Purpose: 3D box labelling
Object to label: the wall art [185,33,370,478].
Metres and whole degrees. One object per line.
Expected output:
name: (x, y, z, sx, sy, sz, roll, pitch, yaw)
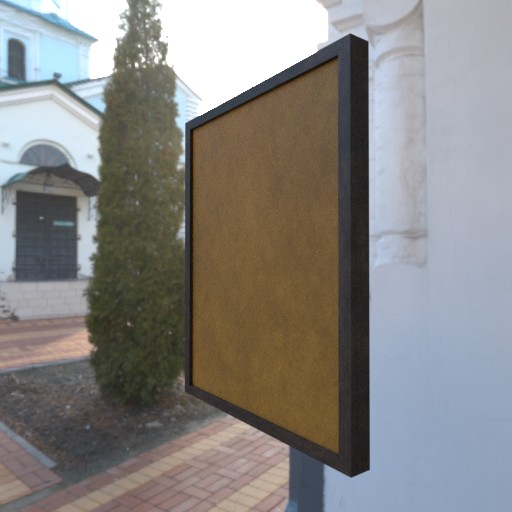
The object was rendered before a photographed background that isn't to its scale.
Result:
wall art: (0.000, 0.000, 0.545, 0.027, 0.406, 0.329, 0, -1, -36)
